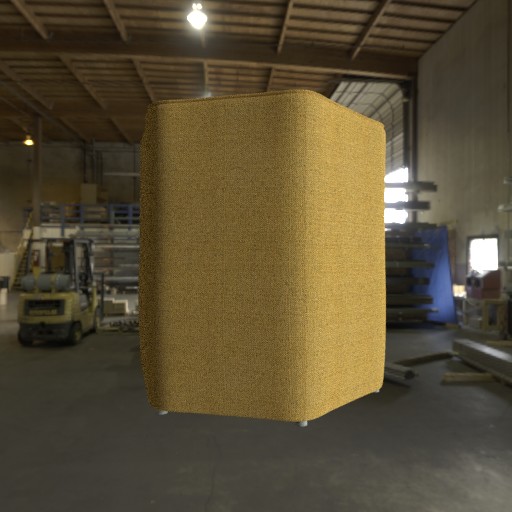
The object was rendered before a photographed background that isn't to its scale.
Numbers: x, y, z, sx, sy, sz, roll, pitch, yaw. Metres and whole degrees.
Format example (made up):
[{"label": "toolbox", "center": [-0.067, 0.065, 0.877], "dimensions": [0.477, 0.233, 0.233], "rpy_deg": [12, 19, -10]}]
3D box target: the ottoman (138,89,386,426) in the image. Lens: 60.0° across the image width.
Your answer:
[{"label": "ottoman", "center": [0.000, 0.000, 0.874], "dimensions": [0.443, 0.502, 0.494], "rpy_deg": [0, 0, -17]}]
